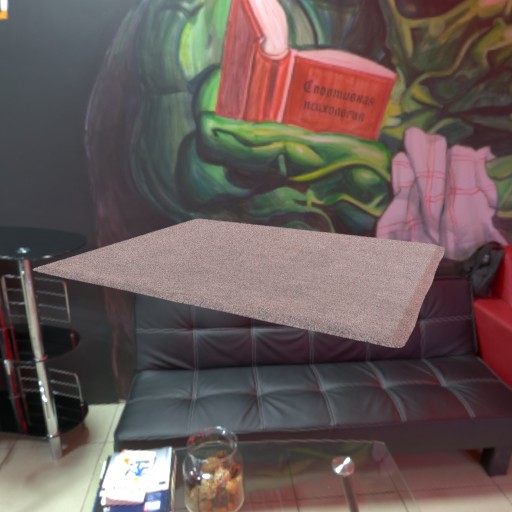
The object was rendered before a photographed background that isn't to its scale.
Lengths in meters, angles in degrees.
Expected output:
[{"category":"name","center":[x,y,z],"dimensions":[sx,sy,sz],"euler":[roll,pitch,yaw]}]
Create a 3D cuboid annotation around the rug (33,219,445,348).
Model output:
[{"category":"rug","center":[0.000,0.000,3.920],"dimensions":[2.933,0.027,2.332],"euler":[8,18,26]}]
